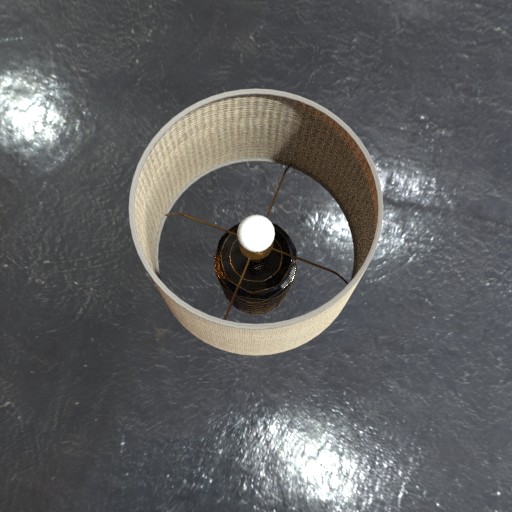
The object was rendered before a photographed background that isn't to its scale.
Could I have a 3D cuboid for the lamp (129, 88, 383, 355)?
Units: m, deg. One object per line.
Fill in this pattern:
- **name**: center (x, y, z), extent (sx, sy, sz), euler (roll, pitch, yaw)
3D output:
- **lamp**: center (0.000, 0.000, 0.853), extent (0.376, 0.594, 0.376), euler (0, 76, 0)
